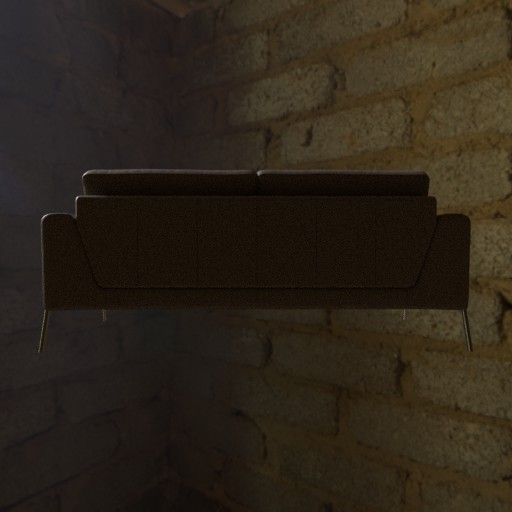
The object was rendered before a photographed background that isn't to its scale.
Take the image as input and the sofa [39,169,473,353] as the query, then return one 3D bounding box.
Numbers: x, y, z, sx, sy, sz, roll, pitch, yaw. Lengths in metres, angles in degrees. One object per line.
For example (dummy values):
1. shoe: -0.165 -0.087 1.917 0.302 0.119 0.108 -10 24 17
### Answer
1. sofa: 0.000 0.000 2.513 2.017 0.875 0.953 0 1 -1
